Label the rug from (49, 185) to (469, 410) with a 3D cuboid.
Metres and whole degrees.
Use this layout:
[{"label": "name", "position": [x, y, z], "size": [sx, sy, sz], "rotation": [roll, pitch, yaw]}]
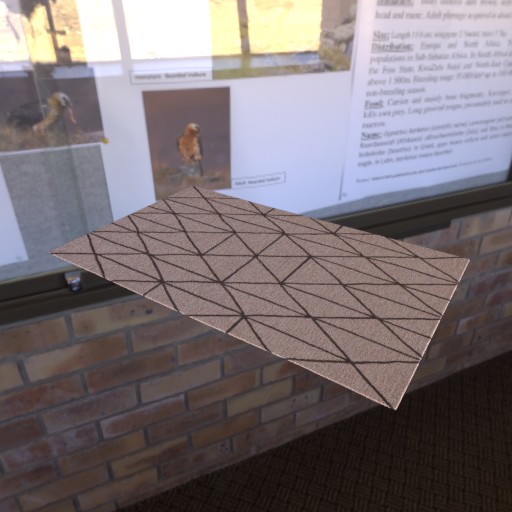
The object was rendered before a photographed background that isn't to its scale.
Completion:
[{"label": "rug", "position": [0.000, 0.000, 3.046], "size": [2.465, 0.008, 1.526], "rotation": [19, 35, 29]}]
